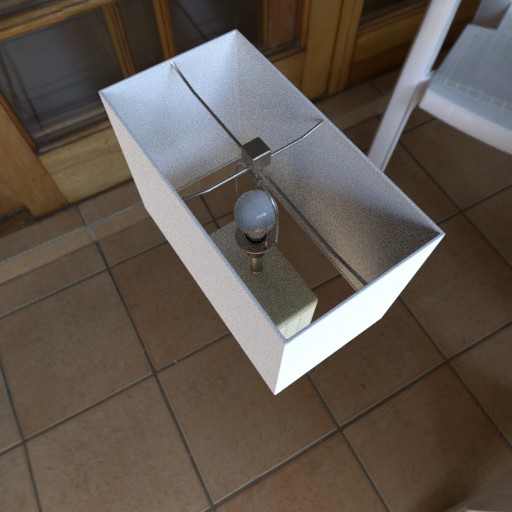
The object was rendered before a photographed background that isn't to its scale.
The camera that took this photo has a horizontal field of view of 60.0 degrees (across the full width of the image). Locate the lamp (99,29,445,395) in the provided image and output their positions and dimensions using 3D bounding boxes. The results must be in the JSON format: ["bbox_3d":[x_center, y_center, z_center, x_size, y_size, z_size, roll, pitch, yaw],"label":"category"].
[{"bbox_3d":[0.000,0.000,0.706,0.200,0.515,0.380,-32,67,-15],"label":"lamp"}]
